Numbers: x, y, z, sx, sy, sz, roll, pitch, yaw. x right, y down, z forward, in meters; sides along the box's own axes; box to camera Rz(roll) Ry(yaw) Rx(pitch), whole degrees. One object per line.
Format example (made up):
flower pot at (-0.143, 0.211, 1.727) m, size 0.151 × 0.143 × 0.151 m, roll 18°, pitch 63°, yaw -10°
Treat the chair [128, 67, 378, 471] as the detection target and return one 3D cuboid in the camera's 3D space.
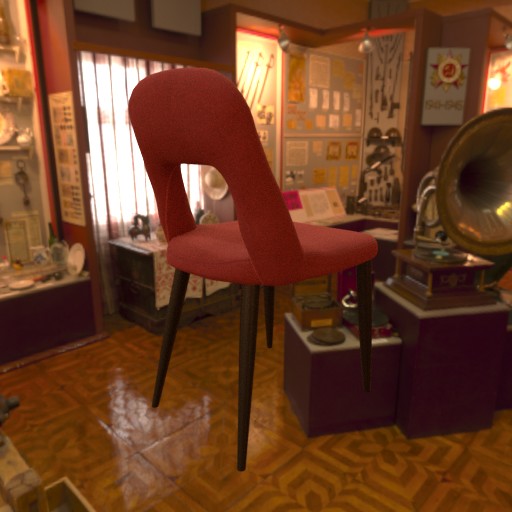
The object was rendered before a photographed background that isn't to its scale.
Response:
chair at (0.000, 0.000, 1.210) m, size 0.569 × 0.892 × 0.483 m, roll -14°, pitch 20°, yaw -43°
